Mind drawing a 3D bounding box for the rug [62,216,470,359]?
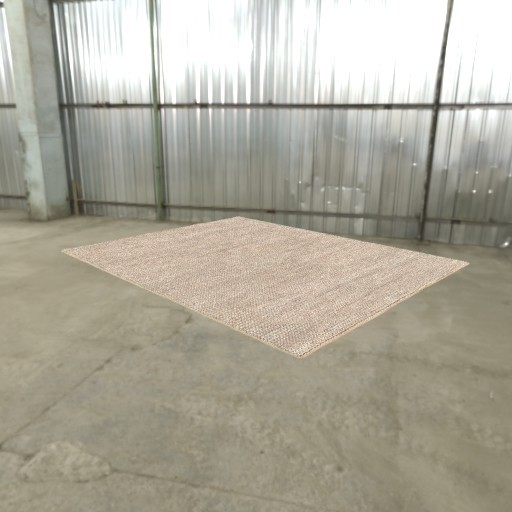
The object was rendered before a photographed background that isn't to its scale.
[{"bbox_3d":[0.000,0.000,4.207,3.052,0.030,2.429,15,22,42],"label":"rug"}]
